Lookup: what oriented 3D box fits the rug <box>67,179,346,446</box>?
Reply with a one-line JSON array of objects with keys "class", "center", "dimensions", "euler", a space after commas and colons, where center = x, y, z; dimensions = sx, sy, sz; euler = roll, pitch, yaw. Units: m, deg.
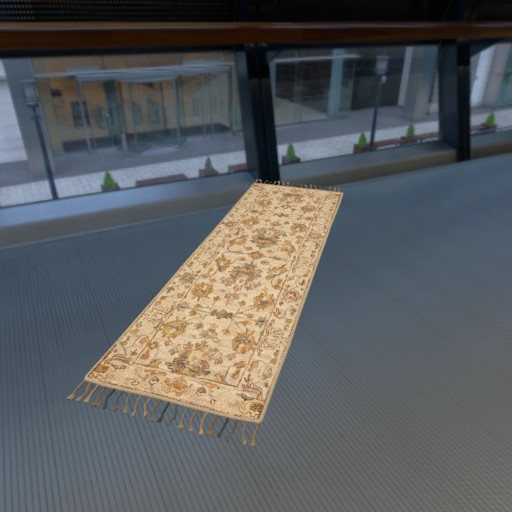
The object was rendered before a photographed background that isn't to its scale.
[{"class": "rug", "center": [0.000, 0.000, 2.550], "dimensions": [0.729, 0.021, 2.438], "euler": [9, 31, 15]}]
